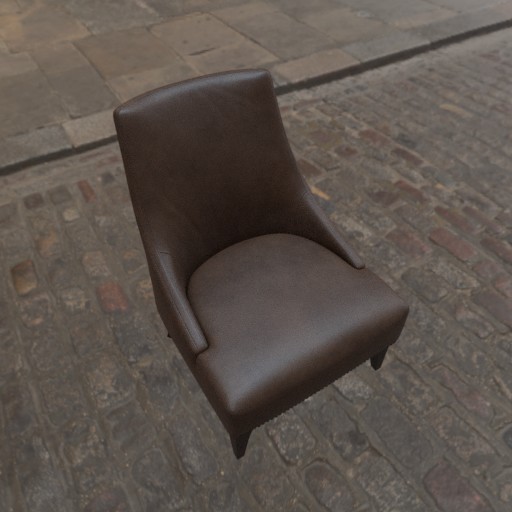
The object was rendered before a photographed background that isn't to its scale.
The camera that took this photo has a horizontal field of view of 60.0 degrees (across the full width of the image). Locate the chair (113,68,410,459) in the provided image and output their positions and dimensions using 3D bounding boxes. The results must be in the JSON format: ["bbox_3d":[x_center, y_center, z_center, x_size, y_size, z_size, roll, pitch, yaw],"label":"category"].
[{"bbox_3d":[0.000,0.000,1.501,0.701,0.909,0.861,-24,51,-22],"label":"chair"}]
